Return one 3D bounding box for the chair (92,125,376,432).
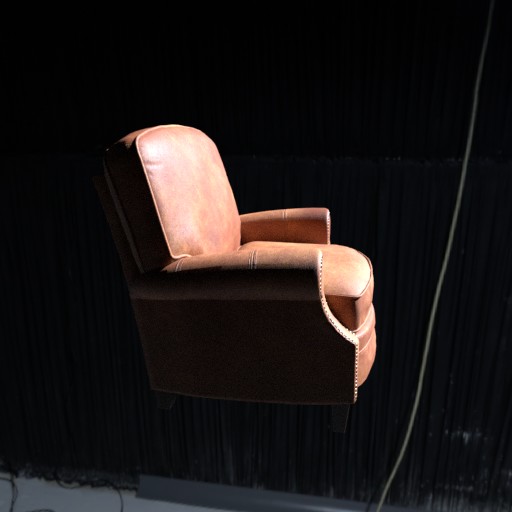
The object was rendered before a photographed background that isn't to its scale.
[{"bbox_3d":[0.000,0.000,1.793,0.986,1.018,0.936,3,16,10],"label":"chair"}]
